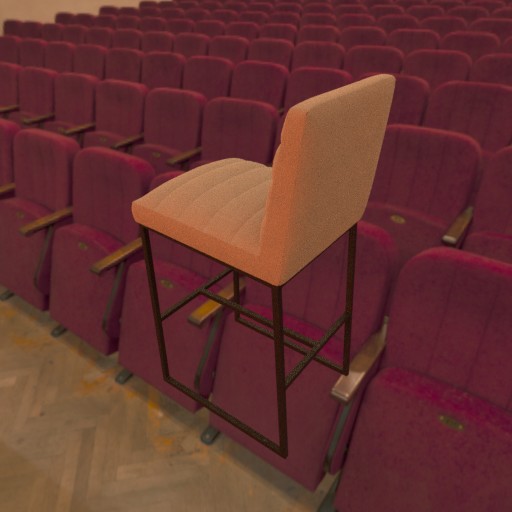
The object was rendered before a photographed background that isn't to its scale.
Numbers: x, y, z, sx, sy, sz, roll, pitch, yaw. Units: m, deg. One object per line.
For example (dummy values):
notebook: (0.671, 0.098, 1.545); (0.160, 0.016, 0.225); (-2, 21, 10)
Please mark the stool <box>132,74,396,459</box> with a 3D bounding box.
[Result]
stool: (0.000, 0.000, 1.375); (0.573, 1.061, 0.464); (21, 38, 30)
